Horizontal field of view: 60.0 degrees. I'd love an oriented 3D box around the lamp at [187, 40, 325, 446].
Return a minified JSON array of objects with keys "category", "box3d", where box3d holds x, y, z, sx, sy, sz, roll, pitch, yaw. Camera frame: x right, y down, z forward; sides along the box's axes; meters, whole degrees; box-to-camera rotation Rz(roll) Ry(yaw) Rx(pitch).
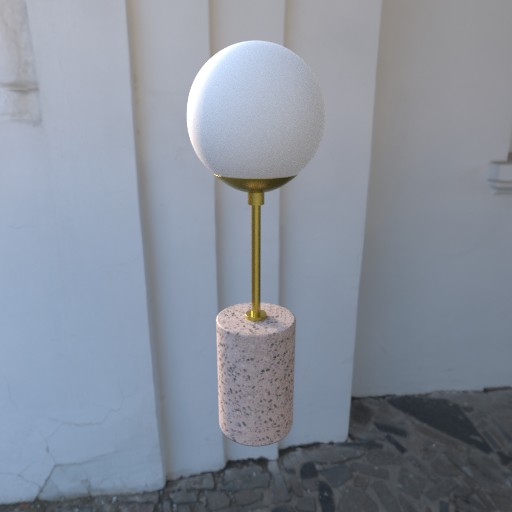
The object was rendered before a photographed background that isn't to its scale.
[{"category":"lamp","box3d":[0.000,0.000,0.545,0.153,0.480,0.153,0,17,0]}]
